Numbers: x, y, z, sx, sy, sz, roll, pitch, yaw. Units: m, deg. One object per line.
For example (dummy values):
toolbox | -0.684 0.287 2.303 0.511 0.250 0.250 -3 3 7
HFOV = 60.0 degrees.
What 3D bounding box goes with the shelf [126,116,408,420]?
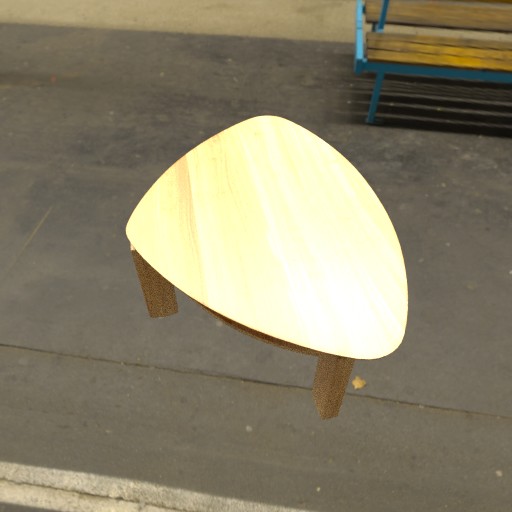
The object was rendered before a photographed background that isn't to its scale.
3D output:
shelf | 0.000 0.000 1.660 0.863 0.439 1.240 -10 47 -9
